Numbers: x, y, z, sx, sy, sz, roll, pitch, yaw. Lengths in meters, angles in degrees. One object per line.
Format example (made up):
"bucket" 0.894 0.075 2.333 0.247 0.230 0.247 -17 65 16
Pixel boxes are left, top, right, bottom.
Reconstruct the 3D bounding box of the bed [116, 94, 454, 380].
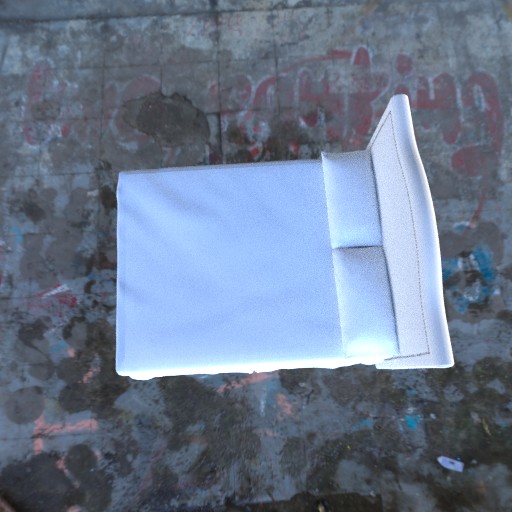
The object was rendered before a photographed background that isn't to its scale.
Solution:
"bed" 0.000 0.000 3.284 2.143 1.460 1.753 -4 75 -1
